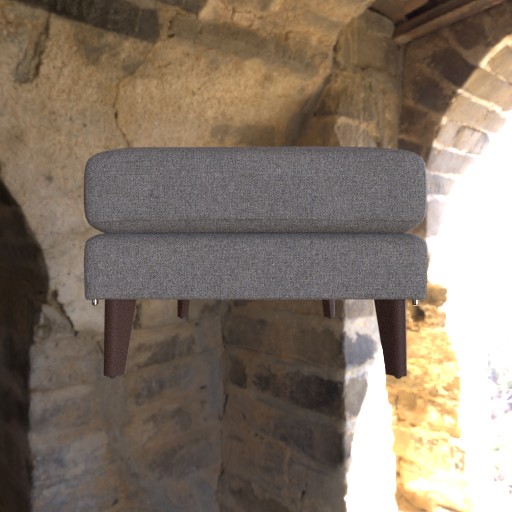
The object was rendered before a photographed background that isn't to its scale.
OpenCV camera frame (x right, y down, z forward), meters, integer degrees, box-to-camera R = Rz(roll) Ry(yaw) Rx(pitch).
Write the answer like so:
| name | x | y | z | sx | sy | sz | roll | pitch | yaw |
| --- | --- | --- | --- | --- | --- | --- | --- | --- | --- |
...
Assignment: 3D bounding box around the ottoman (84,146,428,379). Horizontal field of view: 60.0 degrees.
| name | x | y | z | sx | sy | sz | roll | pitch | yaw |
| --- | --- | --- | --- | --- | --- | --- | --- | --- | --- |
| ottoman | 0.000 | 0.000 | 1.173 | 0.611 | 0.441 | 0.821 | 0 | 0 | 0 |
